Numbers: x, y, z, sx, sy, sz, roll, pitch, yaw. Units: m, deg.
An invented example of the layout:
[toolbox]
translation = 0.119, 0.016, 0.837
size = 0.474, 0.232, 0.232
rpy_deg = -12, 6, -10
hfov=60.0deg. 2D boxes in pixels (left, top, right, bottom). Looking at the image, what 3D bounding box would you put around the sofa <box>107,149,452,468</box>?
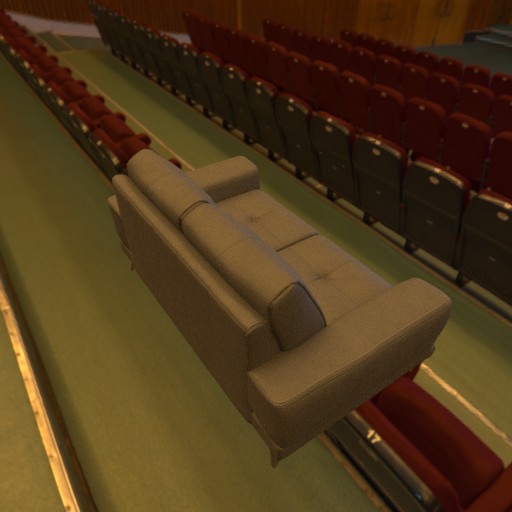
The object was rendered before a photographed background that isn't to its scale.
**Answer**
[sofa]
translation = 0.000, 0.000, 2.410
size = 1.018, 0.907, 1.806
rpy_deg = -24, 45, -26
